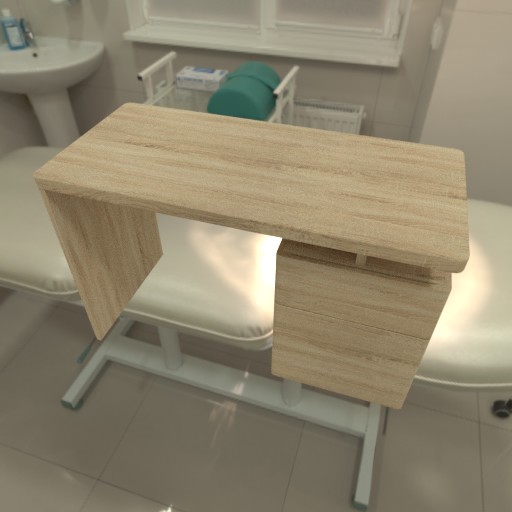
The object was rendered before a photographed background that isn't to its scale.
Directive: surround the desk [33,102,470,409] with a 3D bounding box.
[{"bbox_3d":[0.000,0.000,1.591,1.200,0.760,0.550,12,43,13],"label":"desk"}]
